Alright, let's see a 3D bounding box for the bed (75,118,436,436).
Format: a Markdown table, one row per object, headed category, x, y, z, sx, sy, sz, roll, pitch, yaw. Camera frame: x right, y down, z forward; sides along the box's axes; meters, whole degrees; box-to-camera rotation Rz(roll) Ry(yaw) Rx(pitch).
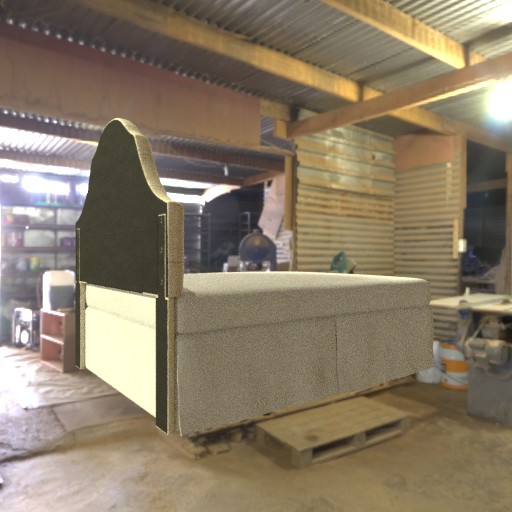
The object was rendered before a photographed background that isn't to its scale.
| category | x | y | z | sx | sy | sz | roll | pitch | yaw |
| --- | --- | --- | --- | --- | --- | --- | --- | --- | --- |
| bed | 0.000 | 0.000 | 3.180 | 2.092 | 1.575 | 1.627 | 0 | 0 | -37 |
